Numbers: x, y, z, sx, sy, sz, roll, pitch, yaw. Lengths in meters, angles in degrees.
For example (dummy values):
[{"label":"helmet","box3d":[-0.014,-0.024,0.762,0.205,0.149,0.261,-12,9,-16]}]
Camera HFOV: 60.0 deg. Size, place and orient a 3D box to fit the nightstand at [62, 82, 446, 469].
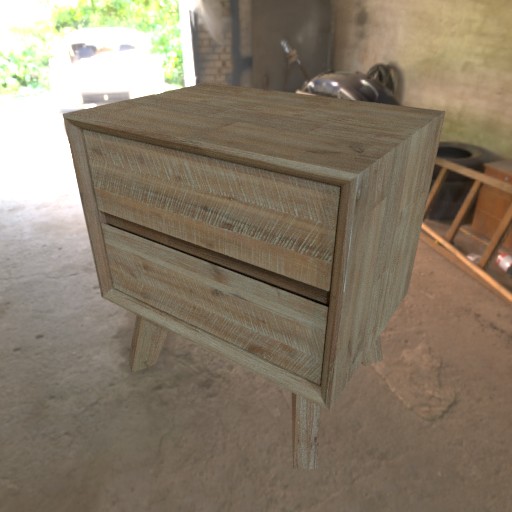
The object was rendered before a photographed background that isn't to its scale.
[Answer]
[{"label":"nightstand","box3d":[0.000,0.000,0.933,0.552,0.589,0.396,19,35,29]}]
